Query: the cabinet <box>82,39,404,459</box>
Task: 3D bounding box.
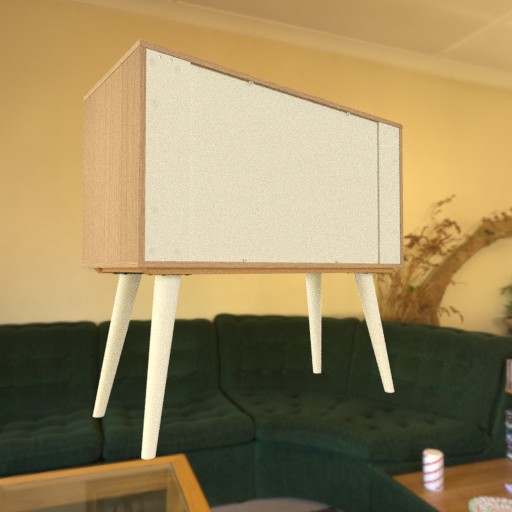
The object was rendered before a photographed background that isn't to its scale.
[{"bbox_3d":[0.000,0.000,1.556,1.057,1.016,0.470,1,-2,-37],"label":"cabinet"}]
